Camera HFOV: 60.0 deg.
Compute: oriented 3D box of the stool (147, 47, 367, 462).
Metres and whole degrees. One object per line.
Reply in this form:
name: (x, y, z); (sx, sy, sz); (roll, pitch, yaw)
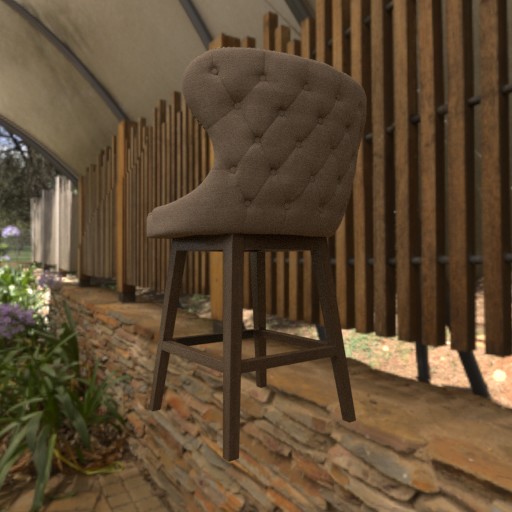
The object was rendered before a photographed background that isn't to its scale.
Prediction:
stool: (0.000, 0.000, 1.333); (0.615, 0.972, 0.597); (0, -1, -37)
